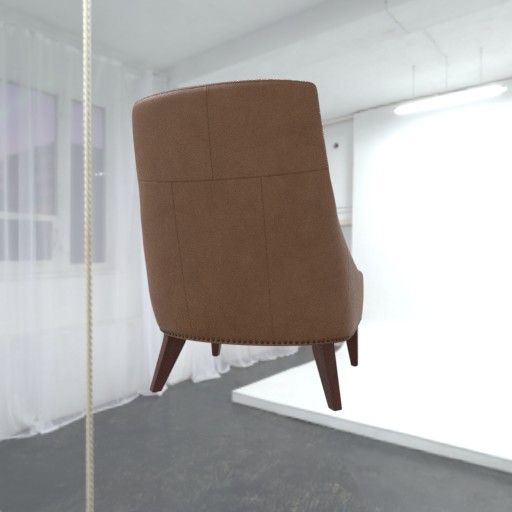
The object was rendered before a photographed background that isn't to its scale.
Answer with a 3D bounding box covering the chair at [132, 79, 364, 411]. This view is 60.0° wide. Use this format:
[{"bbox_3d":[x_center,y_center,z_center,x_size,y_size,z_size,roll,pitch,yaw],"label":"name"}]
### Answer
[{"bbox_3d":[0.000,0.000,1.558,0.701,0.909,0.861,0,0,17],"label":"chair"}]
